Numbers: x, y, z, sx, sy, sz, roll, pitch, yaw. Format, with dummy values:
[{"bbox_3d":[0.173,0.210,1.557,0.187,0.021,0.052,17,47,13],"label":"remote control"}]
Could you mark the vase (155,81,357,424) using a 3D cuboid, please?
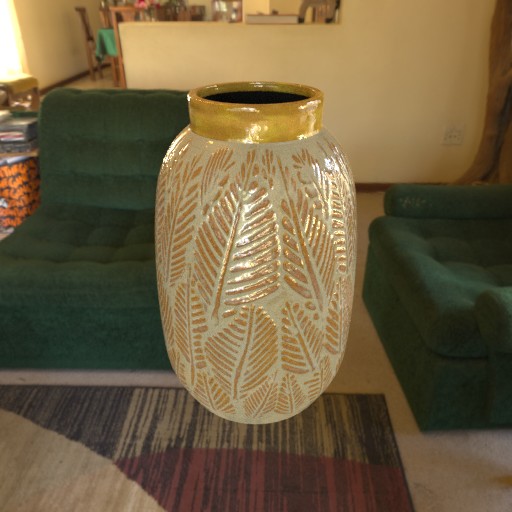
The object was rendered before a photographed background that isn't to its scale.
[{"bbox_3d":[0.000,0.000,0.382,0.172,0.270,0.172,0,30,0],"label":"vase"}]
